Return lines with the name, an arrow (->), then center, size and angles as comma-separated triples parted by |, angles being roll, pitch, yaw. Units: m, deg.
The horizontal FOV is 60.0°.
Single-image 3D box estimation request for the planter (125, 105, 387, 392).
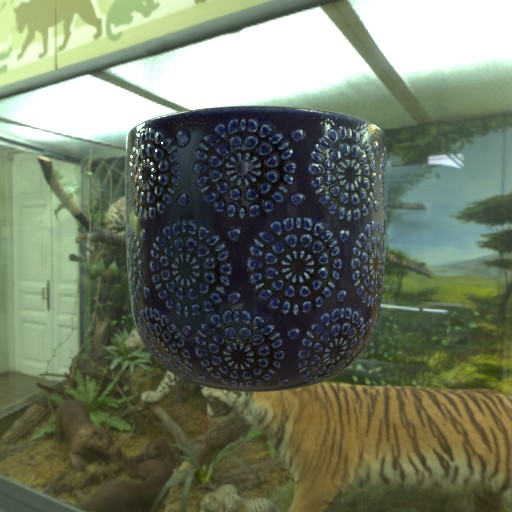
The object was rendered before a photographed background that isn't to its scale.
planter -> 0.000, 0.000, 0.293 | 0.165, 0.149, 0.165 | 0, 2, 0
